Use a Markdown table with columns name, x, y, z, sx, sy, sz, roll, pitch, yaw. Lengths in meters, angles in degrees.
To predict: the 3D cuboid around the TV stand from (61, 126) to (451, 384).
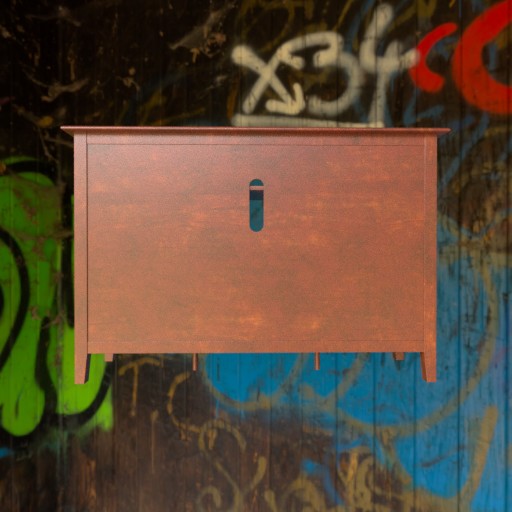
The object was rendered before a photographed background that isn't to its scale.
| name | x | y | z | sx | sy | sz | roll | pitch | yaw |
| --- | --- | --- | --- | --- | --- | --- | --- | --- | --- |
| TV stand | 0.000 | 0.000 | 1.783 | 1.372 | 0.915 | 0.445 | 0 | 0 | -1 |
